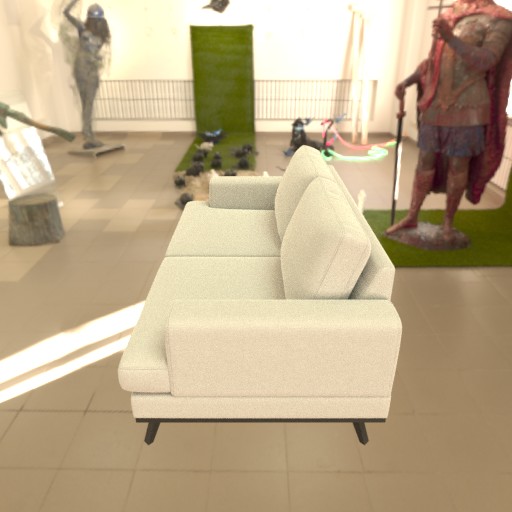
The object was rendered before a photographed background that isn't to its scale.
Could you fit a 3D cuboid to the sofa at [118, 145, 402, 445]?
[{"bbox_3d":[0.000,0.000,2.165,0.920,0.810,1.650,0,26,0],"label":"sofa"}]
